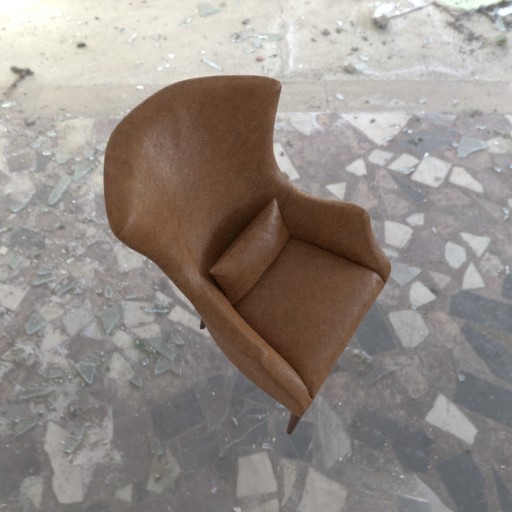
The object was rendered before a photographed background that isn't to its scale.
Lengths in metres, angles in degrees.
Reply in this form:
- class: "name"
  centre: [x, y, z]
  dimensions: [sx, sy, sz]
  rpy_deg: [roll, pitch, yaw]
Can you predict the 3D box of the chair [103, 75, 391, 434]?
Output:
- class: "chair"
  centre: [0.000, 0.000, 1.788]
  dimensions: [0.955, 1.067, 0.846]
  rpy_deg: [31, 62, 18]
